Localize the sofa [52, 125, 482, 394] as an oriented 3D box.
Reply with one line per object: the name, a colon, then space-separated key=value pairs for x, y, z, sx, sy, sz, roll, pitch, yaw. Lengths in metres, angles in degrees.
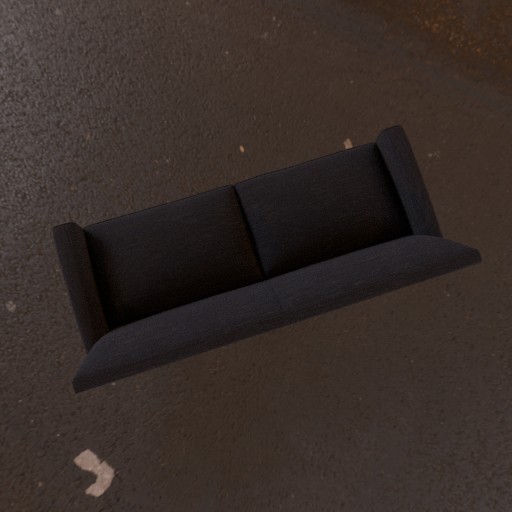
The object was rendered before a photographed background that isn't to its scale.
sofa: x=0.000 y=0.000 z=2.451 sx=1.976 sy=0.846 sz=0.875 roll=-17 pitch=77 yaw=-4
